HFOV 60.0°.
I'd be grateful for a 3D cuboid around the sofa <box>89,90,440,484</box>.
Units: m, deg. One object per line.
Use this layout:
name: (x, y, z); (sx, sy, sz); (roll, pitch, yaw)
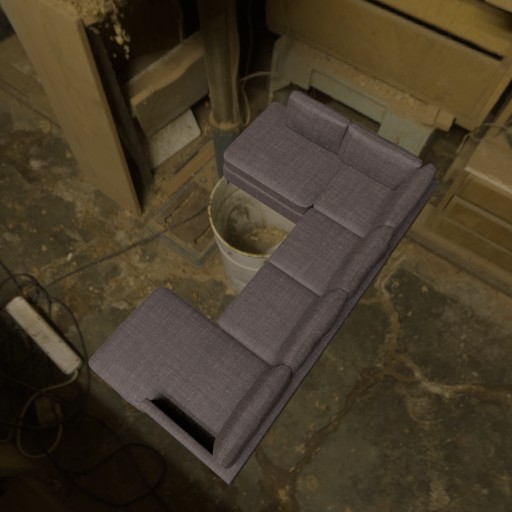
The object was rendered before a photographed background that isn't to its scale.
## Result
sofa: (0.000, 0.000, 4.266); (2.048, 0.999, 3.423); (34, 69, 15)
